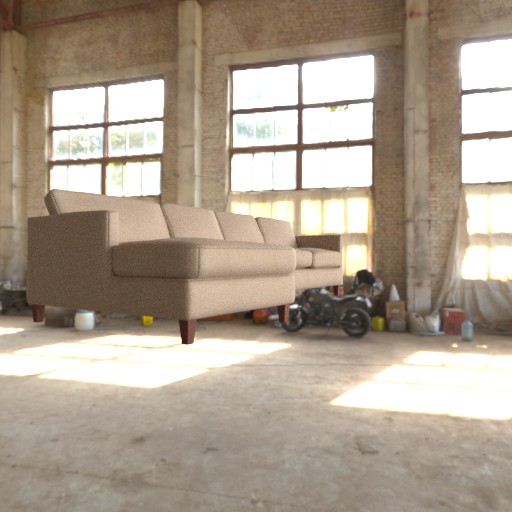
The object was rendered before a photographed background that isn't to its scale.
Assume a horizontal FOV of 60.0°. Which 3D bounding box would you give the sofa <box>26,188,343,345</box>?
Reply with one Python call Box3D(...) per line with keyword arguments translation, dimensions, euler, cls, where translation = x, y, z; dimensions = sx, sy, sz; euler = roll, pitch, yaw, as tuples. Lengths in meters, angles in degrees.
Box3D(translation=(0.000, 0.000, 3.768), dimensions=(1.502, 0.876, 3.201), euler=(0, -1, 35), cls="sofa")
